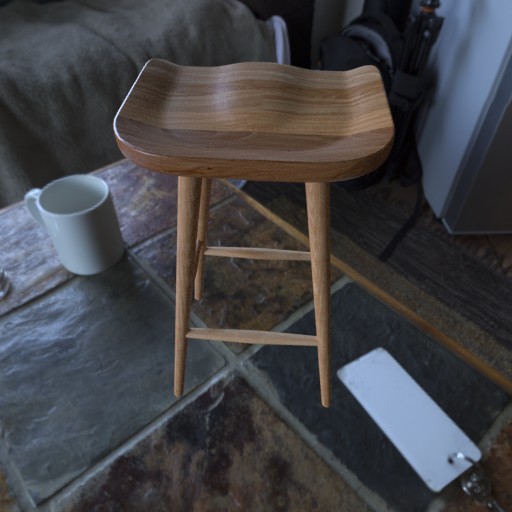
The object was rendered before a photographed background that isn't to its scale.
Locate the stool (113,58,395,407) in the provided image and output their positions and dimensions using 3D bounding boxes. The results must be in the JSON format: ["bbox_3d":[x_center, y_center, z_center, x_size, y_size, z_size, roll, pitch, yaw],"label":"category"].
[{"bbox_3d":[0.000,0.000,0.937,0.407,0.698,0.322,3,47,3],"label":"stool"}]
